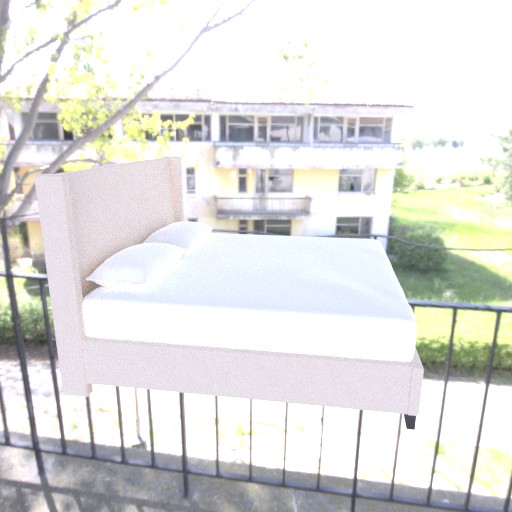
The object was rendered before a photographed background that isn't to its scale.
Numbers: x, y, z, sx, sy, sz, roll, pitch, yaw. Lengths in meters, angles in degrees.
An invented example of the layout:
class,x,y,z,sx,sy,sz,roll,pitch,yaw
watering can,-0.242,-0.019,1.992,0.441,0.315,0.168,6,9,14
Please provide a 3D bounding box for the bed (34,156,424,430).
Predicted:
class,x,y,z,sx,sy,sz,roll,pitch,yaw
bed,0.000,0.000,3.627,2.293,1.471,2.145,3,16,9
